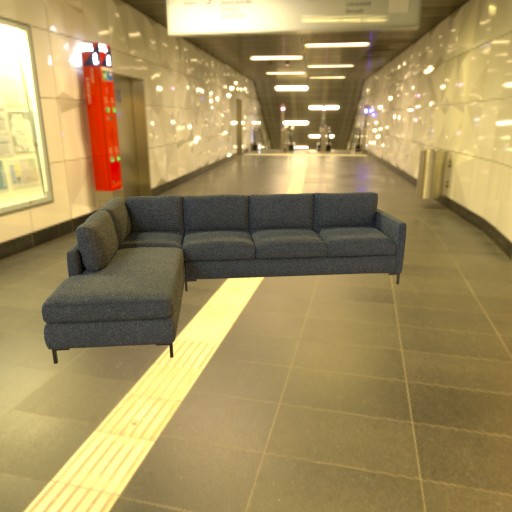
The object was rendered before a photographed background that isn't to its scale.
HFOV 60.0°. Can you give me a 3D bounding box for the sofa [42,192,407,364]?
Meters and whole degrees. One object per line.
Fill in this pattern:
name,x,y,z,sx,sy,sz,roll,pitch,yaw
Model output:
sofa,0.000,0.000,3.855,2.949,0.815,2.007,-2,17,-6
